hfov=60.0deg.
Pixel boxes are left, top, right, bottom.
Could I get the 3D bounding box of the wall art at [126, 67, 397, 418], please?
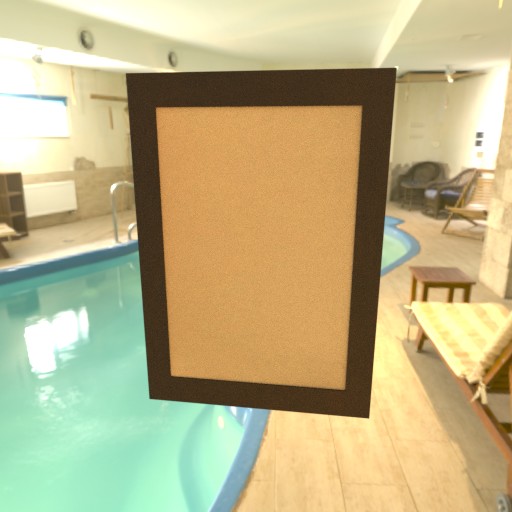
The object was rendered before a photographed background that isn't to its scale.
[{"bbox_3d":[0.000,0.000,0.654,0.359,0.508,0.013,2,16,8],"label":"wall art"}]
